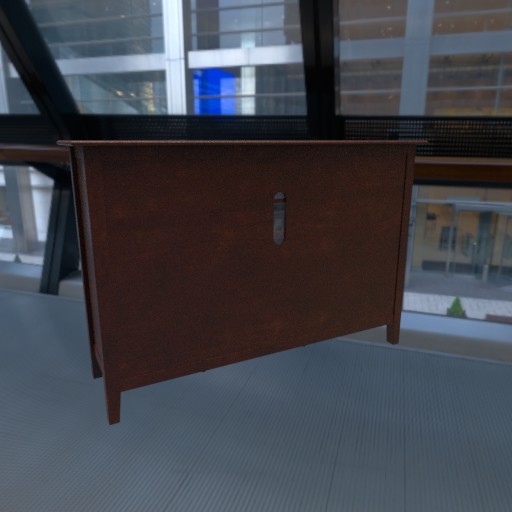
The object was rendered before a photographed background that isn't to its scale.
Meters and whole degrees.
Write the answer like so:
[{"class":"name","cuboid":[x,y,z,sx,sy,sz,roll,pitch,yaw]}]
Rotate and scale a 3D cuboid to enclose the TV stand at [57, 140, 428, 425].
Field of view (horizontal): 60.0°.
[{"class":"TV stand","cuboid":[0.000,0.000,1.814,1.372,0.915,0.445,-8,16,-27]}]
